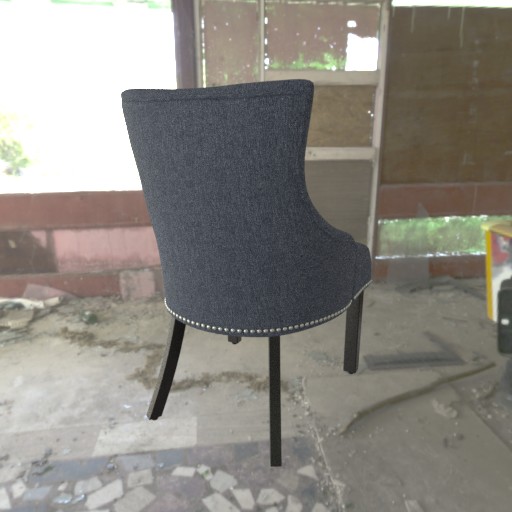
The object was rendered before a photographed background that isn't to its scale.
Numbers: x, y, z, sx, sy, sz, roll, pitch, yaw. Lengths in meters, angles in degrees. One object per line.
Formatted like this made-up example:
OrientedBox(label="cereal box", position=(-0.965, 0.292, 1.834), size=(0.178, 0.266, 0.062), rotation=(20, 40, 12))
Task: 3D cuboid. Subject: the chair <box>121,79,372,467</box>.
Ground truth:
OrientedBox(label="chair", position=(0.000, 0.000, 1.308), size=(0.566, 0.909, 0.629), rotation=(8, 18, 27))
